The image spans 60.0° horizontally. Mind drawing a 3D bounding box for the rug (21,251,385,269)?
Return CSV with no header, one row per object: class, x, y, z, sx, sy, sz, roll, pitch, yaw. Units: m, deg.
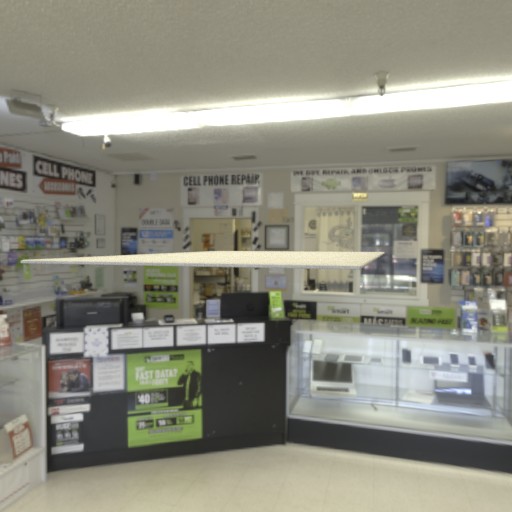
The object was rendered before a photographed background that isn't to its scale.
rug,0.000,0.000,2.296,1.219,0.013,1.829,1,2,18
